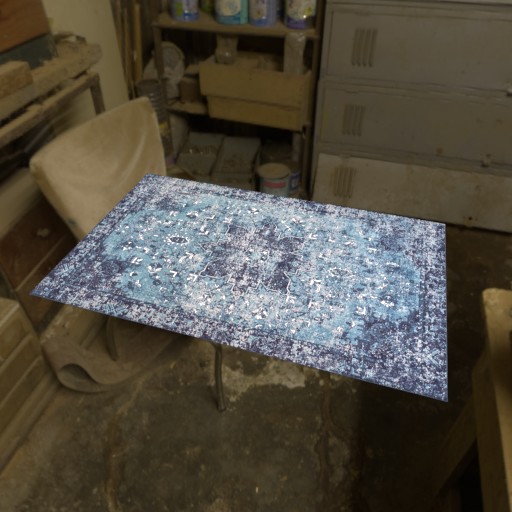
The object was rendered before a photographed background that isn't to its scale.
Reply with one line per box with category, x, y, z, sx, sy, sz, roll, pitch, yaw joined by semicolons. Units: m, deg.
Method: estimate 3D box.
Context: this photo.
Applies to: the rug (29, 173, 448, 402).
rug;0.000;0.000;2.989;2.440;0.007;1.525;12;42;13
